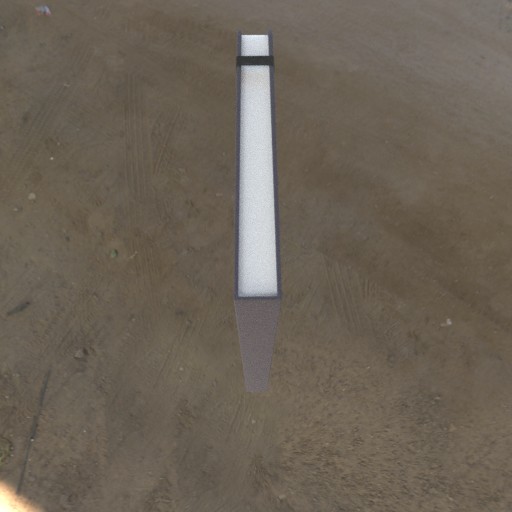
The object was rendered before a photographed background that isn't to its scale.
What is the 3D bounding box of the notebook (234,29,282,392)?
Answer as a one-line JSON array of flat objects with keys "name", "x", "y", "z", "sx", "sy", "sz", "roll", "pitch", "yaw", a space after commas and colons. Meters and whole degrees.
[{"name": "notebook", "x": 0.000, "y": 0.000, "z": 0.262, "sx": 0.016, "sy": 0.213, "sz": 0.127, "roll": 0, "pitch": 66, "yaw": 0}]
